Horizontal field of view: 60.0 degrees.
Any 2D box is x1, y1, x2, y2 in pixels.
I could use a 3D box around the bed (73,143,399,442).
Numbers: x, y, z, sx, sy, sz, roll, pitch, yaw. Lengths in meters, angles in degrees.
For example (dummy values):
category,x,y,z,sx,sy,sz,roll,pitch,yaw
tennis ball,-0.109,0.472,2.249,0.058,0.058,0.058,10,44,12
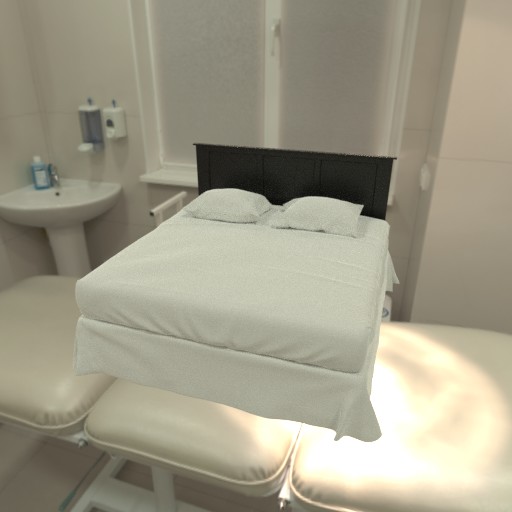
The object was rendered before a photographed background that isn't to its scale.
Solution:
category,x,y,z,sx,sy,sz,roll,pitch,yaw
bed,0.000,0.000,3.590,2.315,1.271,2.219,8,27,17
